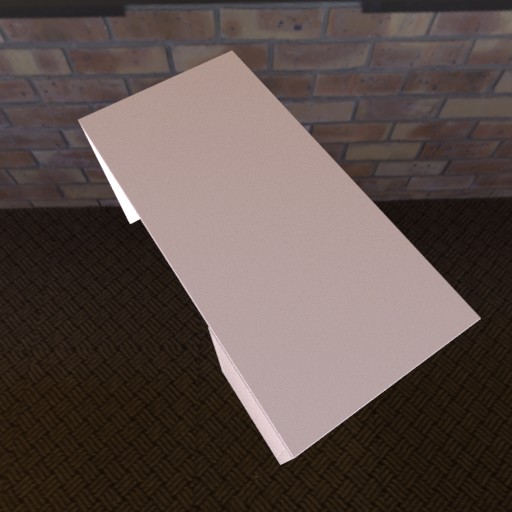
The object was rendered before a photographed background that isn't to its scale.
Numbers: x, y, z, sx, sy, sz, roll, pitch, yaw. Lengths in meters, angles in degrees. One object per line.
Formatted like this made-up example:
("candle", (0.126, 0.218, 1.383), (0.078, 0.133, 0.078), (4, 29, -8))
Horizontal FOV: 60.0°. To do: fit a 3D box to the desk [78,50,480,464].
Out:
("desk", (0.000, 0.000, 1.835), (0.690, 0.740, 1.400), (-31, 67, -14))
